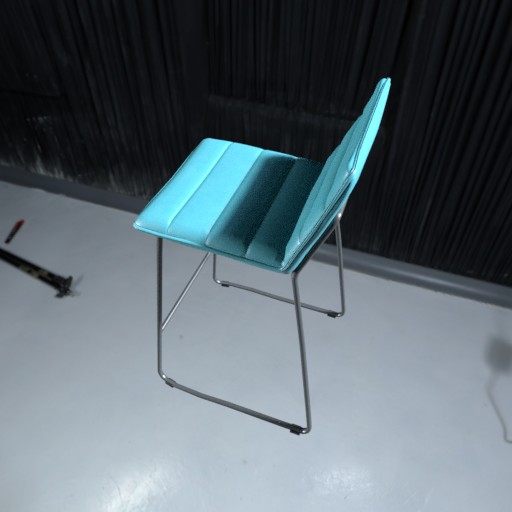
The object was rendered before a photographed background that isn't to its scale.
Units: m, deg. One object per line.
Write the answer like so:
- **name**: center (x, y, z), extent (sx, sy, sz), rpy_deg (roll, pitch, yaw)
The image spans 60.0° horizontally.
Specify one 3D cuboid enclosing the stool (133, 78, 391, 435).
- **stool**: center (0.000, 0.000, 1.227), extent (0.524, 0.936, 0.489), rpy_deg (15, 48, 14)
